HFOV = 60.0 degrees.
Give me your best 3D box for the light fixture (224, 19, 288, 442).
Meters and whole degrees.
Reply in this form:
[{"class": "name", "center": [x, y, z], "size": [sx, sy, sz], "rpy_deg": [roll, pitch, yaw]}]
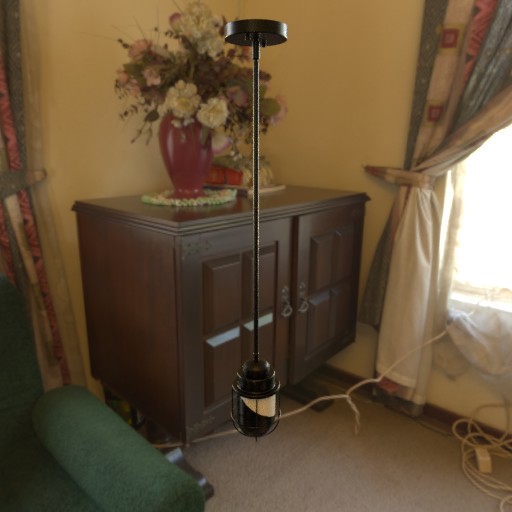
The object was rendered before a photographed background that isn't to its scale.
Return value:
[{"class": "light fixture", "center": [0.000, 0.000, 0.978], "size": [0.123, 0.920, 0.123], "rpy_deg": [7, 16, 25]}]
